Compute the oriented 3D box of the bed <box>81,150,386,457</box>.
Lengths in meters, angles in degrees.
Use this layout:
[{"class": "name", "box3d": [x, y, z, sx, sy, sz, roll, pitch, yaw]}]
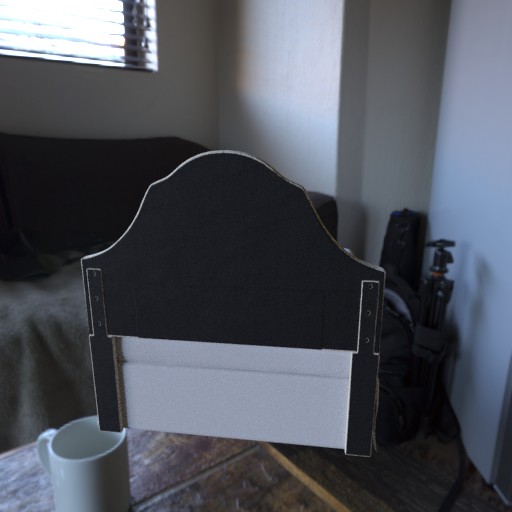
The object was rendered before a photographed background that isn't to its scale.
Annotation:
[{"class": "bed", "box3d": [0.000, 0.000, 3.230, 1.627, 1.575, 2.092, 2, 16, 8]}]
